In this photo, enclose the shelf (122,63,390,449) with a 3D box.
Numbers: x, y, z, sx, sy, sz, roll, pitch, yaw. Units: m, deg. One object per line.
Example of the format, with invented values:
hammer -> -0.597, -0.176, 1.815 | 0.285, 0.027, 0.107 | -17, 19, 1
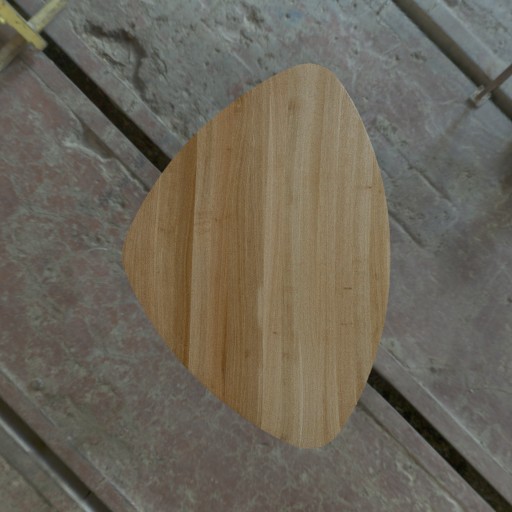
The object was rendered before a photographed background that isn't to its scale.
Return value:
shelf -> 0.000, 0.000, 1.644 | 0.863, 0.439, 1.240 | 0, 89, 0
